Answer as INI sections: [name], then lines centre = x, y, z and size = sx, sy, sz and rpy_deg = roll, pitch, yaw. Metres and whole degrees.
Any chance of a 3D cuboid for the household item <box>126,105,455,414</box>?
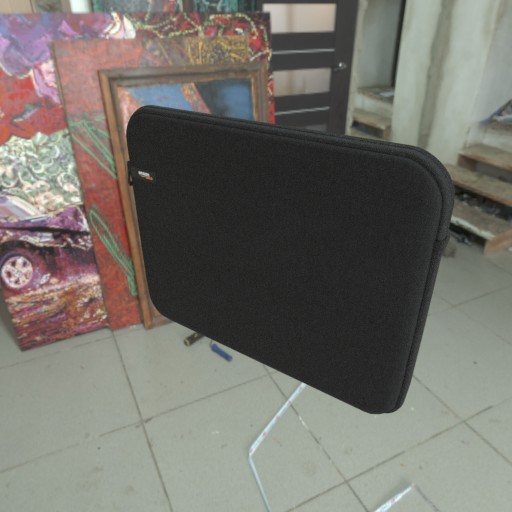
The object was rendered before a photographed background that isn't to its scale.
[household item]
centre = 0.000, 0.000, 0.513
size = 0.396, 0.305, 0.030
rpy_deg = 19, 34, 29
